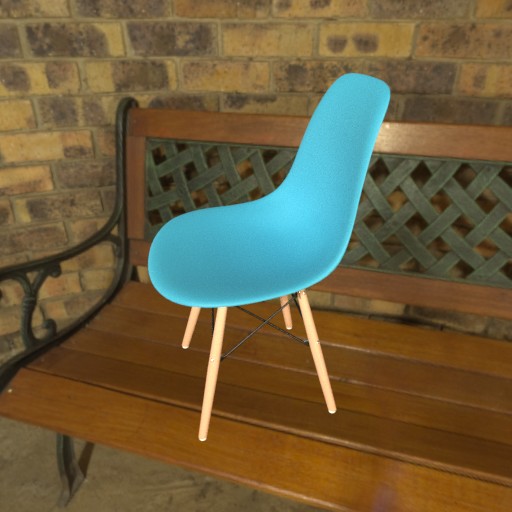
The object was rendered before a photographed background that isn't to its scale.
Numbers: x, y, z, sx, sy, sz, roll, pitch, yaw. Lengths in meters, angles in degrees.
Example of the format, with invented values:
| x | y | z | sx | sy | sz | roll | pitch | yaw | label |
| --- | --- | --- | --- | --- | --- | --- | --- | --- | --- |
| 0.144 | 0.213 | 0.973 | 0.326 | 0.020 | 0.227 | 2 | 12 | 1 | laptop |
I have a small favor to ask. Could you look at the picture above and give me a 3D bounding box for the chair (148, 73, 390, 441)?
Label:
| x | y | z | sx | sy | sz | roll | pitch | yaw | label |
| --- | --- | --- | --- | --- | --- | --- | --- | --- | --- |
| 0.000 | 0.000 | 1.118 | 0.531 | 0.826 | 0.470 | -8 | 31 | -13 | chair |
